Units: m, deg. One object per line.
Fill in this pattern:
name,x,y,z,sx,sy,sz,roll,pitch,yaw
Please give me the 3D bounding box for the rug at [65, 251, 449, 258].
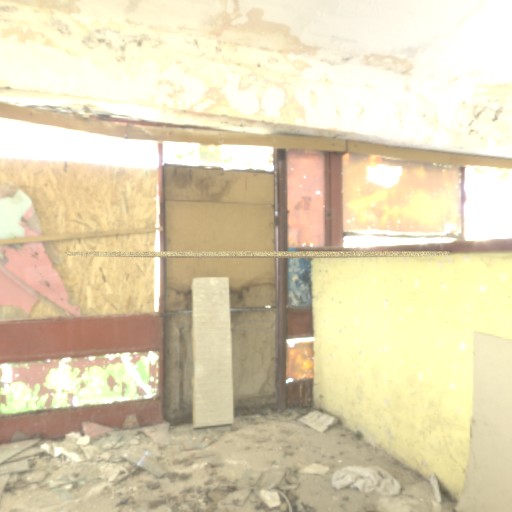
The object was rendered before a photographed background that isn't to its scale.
rug,0.000,0.000,2.905,1.532,0.018,2.297,0,0,0
